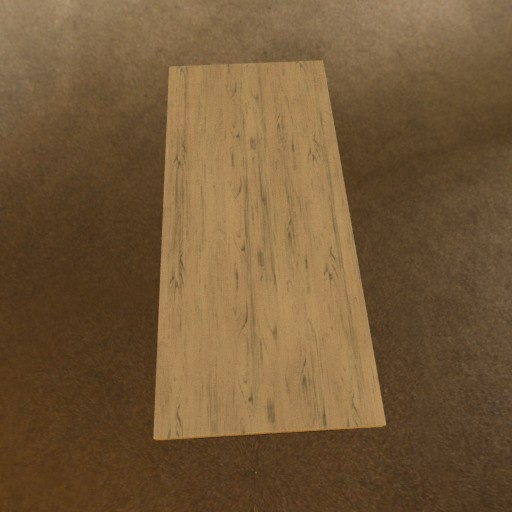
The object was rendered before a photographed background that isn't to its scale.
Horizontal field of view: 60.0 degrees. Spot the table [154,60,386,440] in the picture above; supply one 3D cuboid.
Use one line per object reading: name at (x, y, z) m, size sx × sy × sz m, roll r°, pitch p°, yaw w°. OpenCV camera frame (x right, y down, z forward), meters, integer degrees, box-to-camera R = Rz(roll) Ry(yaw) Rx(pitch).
table at (0.000, 0.000, 2.304) m, size 0.795 × 0.899 × 1.778 m, roll -3°, pitch 64°, yaw -1°
